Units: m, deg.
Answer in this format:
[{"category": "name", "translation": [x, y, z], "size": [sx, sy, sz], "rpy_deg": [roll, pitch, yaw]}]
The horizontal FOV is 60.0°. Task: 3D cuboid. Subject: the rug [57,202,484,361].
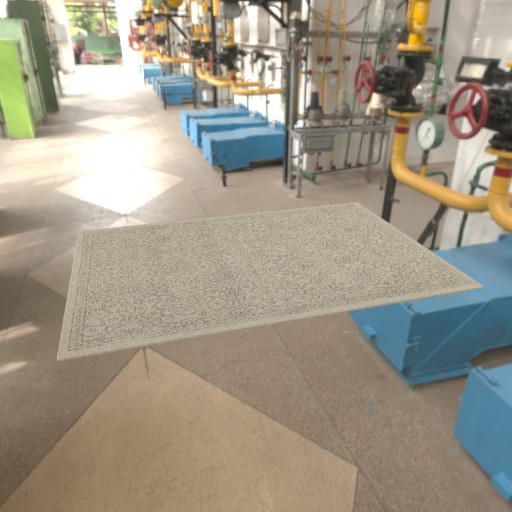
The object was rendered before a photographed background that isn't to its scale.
[{"category": "rug", "translation": [0.000, 0.000, 2.323], "size": [1.829, 0.010, 1.219], "rpy_deg": [-7, 27, -15]}]
